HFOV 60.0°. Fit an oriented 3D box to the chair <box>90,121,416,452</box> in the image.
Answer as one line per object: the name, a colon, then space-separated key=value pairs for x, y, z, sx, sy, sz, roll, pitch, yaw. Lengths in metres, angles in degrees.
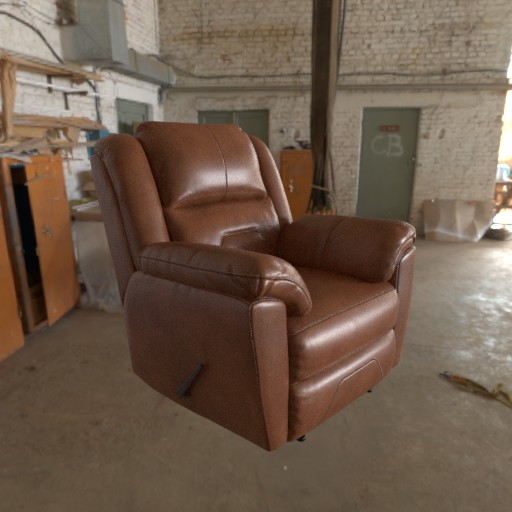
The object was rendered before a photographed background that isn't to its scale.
chair: x=0.000 y=0.000 z=1.855 sx=0.990 sy=1.093 sz=1.041 roll=-14 pitch=20 yaw=-43
